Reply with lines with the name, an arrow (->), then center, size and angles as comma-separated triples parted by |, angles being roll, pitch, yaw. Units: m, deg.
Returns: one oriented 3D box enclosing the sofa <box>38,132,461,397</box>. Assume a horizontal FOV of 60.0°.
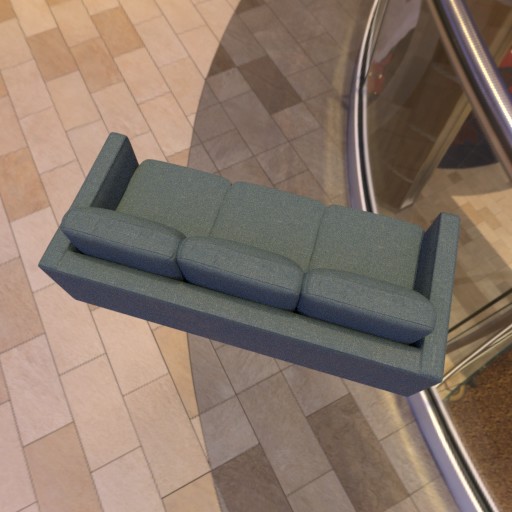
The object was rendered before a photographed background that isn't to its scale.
sofa -> 0.000, 0.000, 2.497 | 2.013, 0.945, 0.935 | 15, 66, 7
